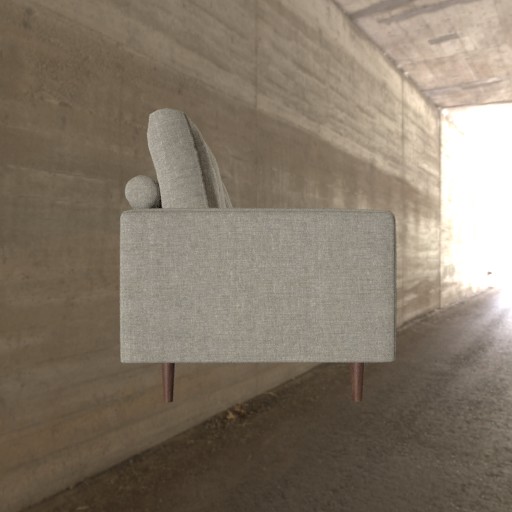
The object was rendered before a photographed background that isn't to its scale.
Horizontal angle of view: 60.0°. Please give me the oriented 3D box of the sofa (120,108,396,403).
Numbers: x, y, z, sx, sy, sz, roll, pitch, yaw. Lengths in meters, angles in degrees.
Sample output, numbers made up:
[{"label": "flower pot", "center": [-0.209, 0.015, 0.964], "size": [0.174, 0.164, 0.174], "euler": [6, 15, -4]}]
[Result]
[{"label": "sofa", "center": [0.000, 0.000, 1.937], "size": [0.842, 0.907, 1.407], "euler": [0, 0, -1]}]
